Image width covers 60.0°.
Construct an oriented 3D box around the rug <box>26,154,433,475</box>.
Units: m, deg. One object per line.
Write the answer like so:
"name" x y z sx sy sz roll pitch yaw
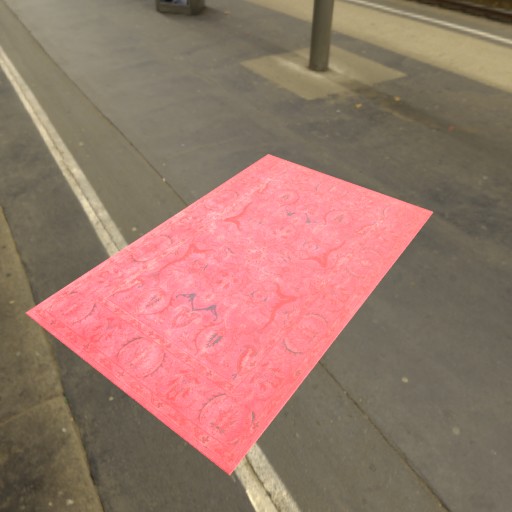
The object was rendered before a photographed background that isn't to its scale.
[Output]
"rug" 0.000 0.000 2.963 1.534 0.010 2.423 26 47 27
